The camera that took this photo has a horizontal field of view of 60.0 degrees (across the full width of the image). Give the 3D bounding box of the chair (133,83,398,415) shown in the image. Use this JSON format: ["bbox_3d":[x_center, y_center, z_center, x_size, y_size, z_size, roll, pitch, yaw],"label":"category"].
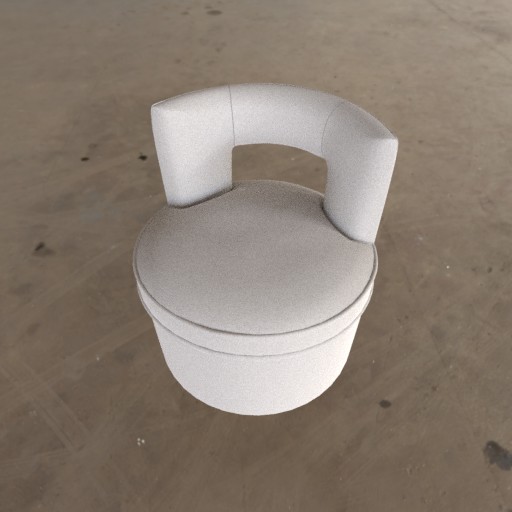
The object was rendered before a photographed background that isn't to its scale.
[{"bbox_3d":[0.000,0.000,1.229,0.650,0.723,0.665,12,44,12],"label":"chair"}]
